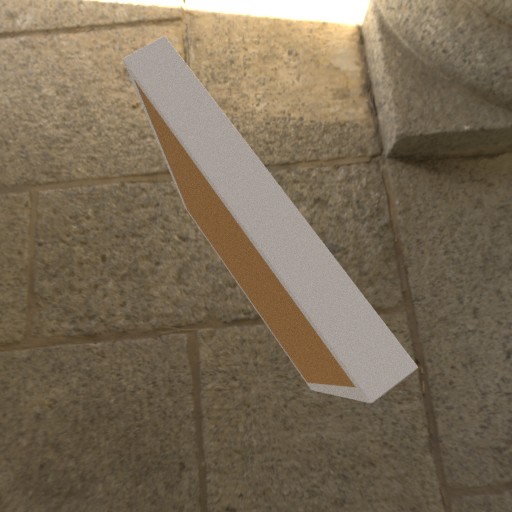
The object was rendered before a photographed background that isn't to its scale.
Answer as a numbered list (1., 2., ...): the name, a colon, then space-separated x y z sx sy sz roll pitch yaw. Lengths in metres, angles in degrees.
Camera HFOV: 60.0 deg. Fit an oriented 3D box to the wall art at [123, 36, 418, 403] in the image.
1. wall art: 0.000 0.000 0.455 0.038 0.305 0.305 -34 77 -9
